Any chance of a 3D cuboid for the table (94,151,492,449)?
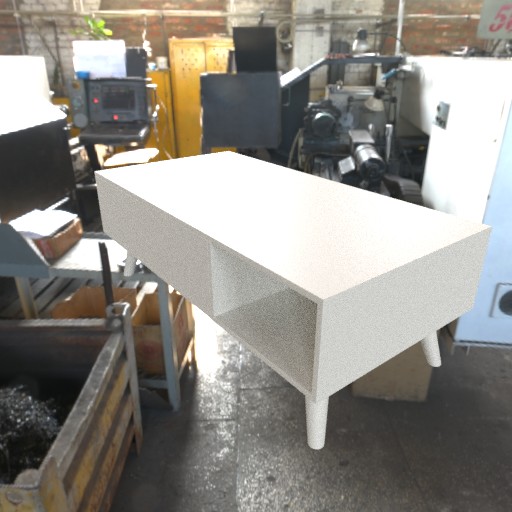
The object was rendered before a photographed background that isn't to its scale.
[{"bbox_3d":[0.000,0.000,1.485,0.609,0.432,1.194,-18,30,-34],"label":"table"}]
